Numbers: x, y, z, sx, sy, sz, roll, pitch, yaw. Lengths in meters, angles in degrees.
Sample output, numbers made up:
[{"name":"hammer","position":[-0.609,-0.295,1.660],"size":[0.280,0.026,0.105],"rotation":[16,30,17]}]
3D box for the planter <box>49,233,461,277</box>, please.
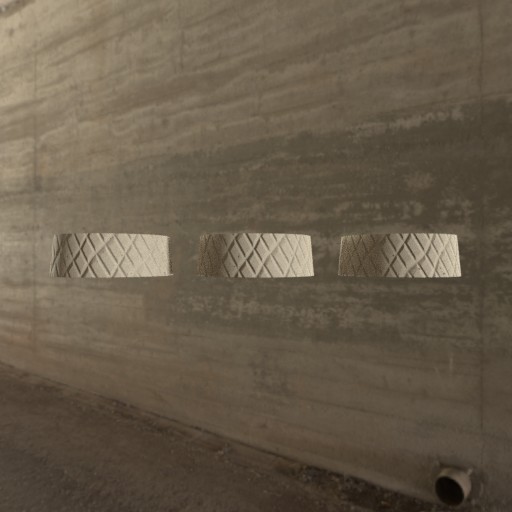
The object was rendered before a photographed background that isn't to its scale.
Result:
[{"name":"planter","position":[0.000,0.000,0.432],"size":[0.390,0.038,0.114],"rotation":[0,0,-1]}]
